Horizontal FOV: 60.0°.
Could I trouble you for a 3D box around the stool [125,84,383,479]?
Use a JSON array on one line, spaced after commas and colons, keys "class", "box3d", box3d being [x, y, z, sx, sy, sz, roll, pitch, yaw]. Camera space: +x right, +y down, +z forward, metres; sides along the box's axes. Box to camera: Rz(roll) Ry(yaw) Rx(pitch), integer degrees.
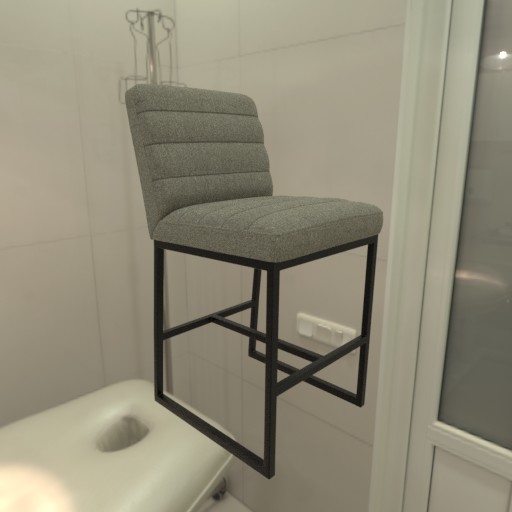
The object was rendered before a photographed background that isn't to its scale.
[{"class": "stool", "box3d": [0.000, 0.000, 1.272, 0.560, 0.940, 0.460, 13, 20, 42]}]
